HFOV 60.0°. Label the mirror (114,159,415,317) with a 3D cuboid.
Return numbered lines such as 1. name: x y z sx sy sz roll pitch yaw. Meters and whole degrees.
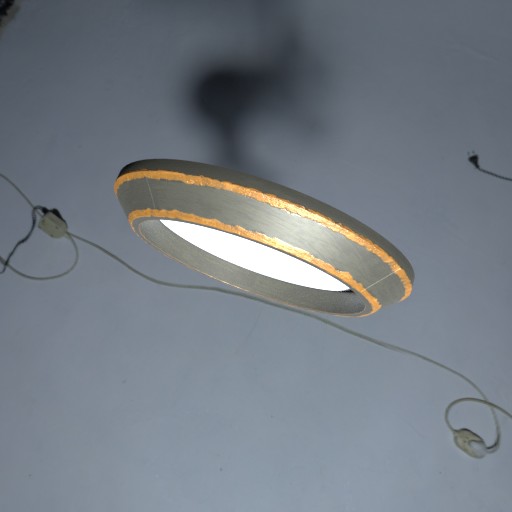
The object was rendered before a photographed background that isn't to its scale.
1. mirror: 0.000 0.000 1.343 0.907 0.907 0.111 19 76 5
